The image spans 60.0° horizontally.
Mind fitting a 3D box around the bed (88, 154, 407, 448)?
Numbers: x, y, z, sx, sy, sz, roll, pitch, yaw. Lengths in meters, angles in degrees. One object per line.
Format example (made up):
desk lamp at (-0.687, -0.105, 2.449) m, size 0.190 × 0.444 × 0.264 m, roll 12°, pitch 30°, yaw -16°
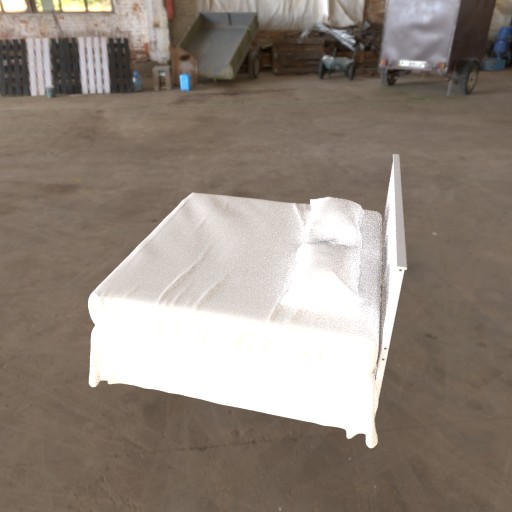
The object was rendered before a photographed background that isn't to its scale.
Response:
bed at (0.000, 0.000, 3.695) m, size 2.215 × 1.273 × 2.317 m, roll 7°, pitch 31°, yaw 12°
